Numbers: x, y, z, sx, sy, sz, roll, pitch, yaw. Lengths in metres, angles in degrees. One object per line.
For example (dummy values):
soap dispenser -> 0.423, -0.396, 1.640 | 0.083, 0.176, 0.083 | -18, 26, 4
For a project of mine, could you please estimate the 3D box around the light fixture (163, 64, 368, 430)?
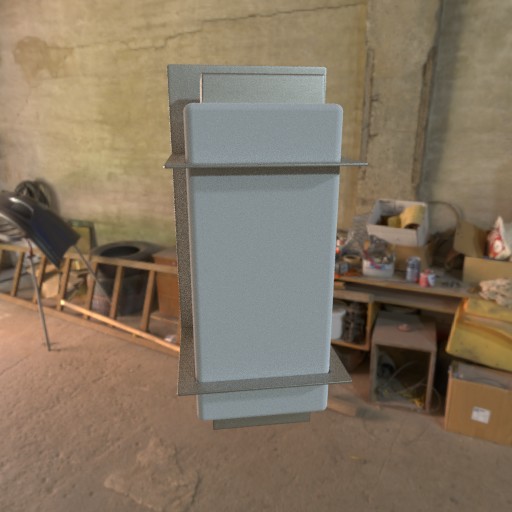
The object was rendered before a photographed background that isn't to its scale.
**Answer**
light fixture -> 0.000, 0.000, 0.463 | 0.168, 0.380, 0.160 | -2, 17, -7
